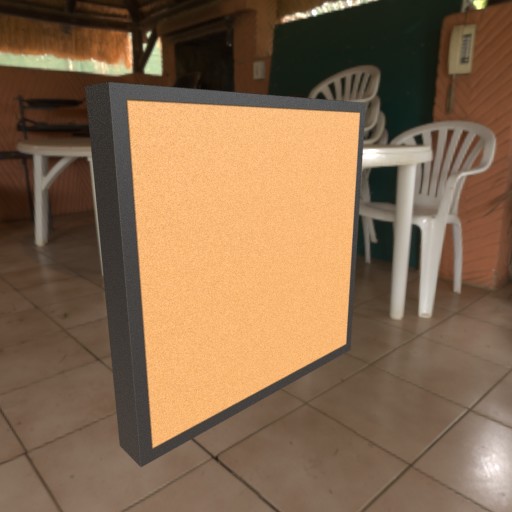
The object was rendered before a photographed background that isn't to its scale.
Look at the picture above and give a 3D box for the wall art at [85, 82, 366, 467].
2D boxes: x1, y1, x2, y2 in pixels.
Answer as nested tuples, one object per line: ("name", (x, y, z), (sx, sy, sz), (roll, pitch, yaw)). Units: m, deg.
("wall art", (0.000, 0.000, 0.446), (0.304, 0.304, 0.038), (-14, 21, -42))
